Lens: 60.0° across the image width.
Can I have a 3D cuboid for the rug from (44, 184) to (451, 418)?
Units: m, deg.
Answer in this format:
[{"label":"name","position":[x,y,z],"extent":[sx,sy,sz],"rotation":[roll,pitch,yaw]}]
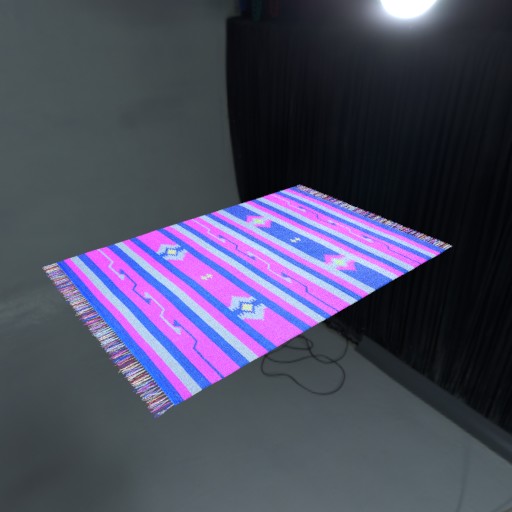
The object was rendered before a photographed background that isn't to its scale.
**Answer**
[{"label":"rug","position":[0.000,0.000,2.986],"extent":[2.350,0.013,1.539],"rotation":[-22,37,-33]}]
